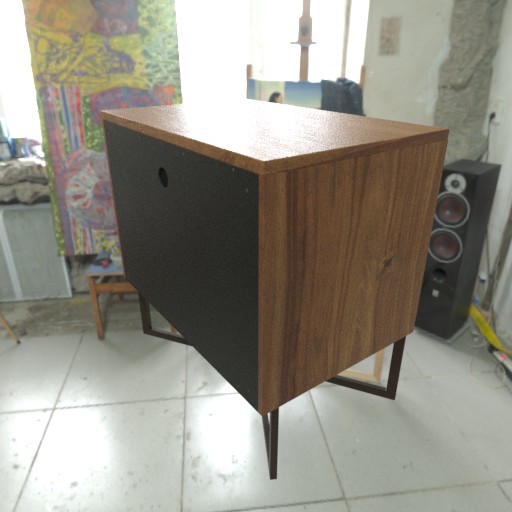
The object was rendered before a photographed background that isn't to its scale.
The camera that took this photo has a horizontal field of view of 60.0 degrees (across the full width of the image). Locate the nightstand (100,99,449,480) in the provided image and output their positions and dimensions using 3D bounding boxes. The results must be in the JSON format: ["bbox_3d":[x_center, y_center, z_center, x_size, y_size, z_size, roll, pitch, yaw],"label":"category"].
[{"bbox_3d":[0.000,0.000,1.026,0.427,0.615,0.613,-17,30,-32],"label":"nightstand"}]
